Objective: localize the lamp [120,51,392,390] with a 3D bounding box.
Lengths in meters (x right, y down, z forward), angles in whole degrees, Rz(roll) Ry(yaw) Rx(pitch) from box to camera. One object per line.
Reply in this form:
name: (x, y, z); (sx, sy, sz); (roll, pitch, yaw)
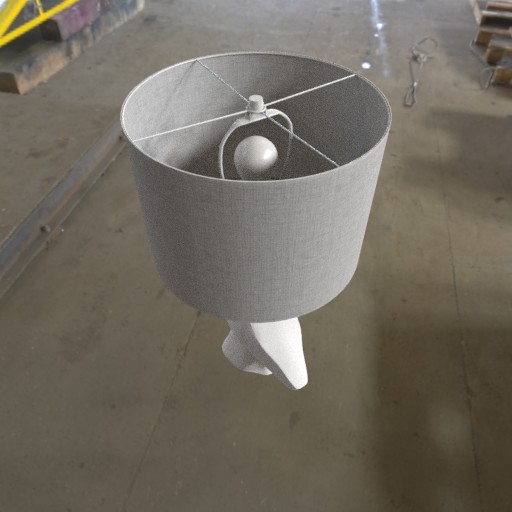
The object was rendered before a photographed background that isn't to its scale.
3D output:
lamp: (0.000, 0.000, 0.674); (0.298, 0.503, 0.298); (-24, 50, -22)
